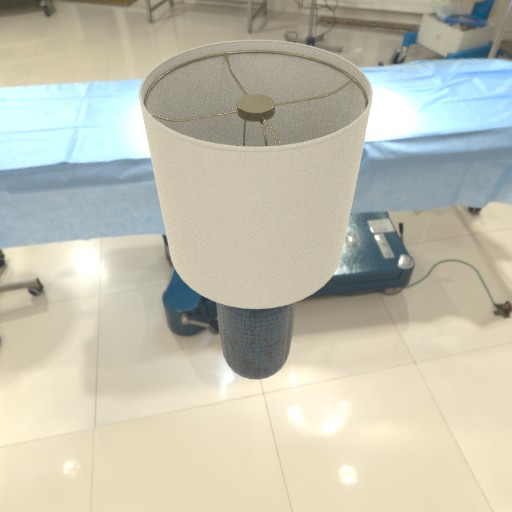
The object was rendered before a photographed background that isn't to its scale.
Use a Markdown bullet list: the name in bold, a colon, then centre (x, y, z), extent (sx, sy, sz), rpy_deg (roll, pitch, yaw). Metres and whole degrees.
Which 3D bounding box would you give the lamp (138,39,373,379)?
- **lamp**: centre (0.000, 0.000, 0.594), extent (0.220, 0.475, 0.220), rpy_deg (-4, 46, -4)
